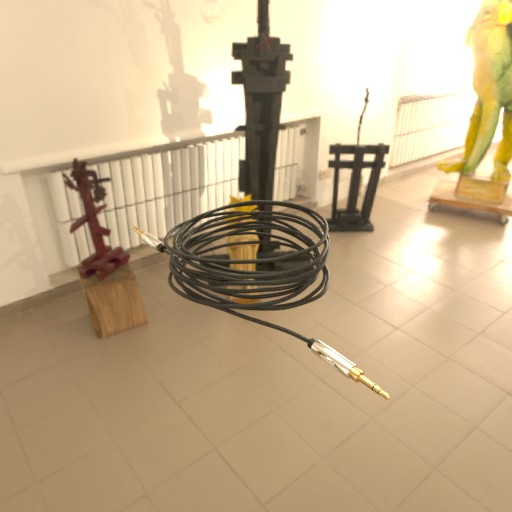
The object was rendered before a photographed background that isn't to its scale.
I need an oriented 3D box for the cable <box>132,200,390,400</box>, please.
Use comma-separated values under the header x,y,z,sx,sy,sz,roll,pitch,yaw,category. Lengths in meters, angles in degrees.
x,y,z,sx,sy,sz,roll,pitch,yaw,category
0.000,0.000,0.512,0.198,0.069,0.432,-22,35,-34,cable
